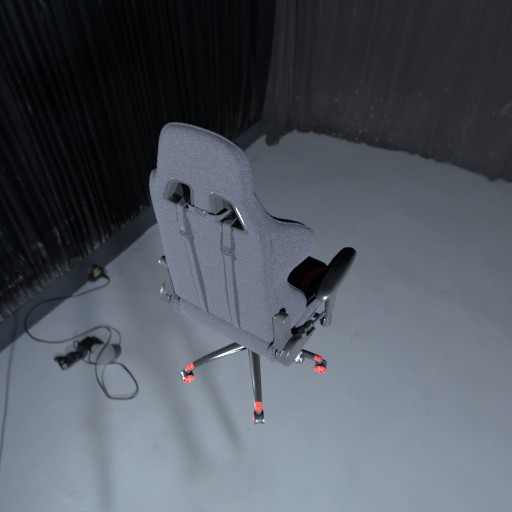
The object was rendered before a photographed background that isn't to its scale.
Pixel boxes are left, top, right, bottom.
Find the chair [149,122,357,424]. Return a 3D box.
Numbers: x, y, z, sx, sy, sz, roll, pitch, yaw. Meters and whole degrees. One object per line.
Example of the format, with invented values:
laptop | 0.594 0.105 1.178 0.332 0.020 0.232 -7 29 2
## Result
chair | 0.000 0.000 1.711 0.695 1.326 0.658 23 50 21
